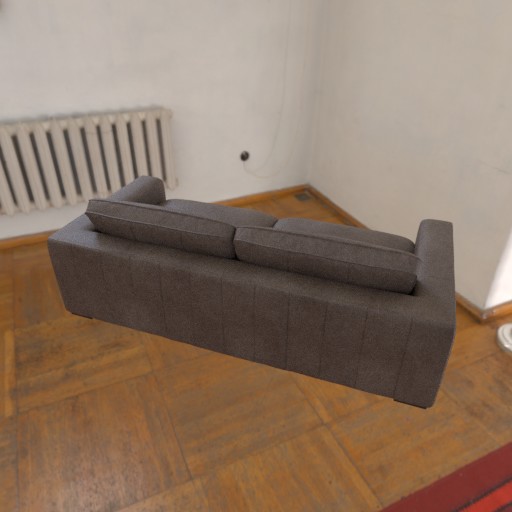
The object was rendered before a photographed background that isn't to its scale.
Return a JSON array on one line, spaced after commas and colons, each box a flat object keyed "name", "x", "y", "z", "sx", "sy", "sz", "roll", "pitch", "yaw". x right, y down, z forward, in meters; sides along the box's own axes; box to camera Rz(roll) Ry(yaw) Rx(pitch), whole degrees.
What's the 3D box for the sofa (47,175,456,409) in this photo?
[{"name": "sofa", "x": 0.000, "y": 0.000, "z": 2.761, "sx": 2.262, "sy": 0.801, "sz": 1.070, "roll": 11, "pitch": 34, "yaw": 17}]
